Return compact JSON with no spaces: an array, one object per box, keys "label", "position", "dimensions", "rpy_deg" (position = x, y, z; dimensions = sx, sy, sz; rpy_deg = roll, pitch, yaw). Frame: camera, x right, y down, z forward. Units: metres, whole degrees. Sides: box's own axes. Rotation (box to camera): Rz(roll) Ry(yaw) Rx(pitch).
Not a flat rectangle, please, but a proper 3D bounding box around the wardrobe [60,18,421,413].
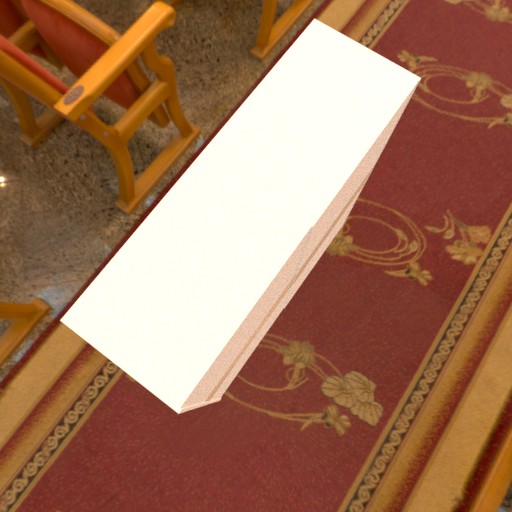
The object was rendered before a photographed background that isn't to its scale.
[{"label":"wardrobe","position":[0.000,0.000,2.888],"dimensions":[0.600,2.020,1.830],"rpy_deg":[34,76,10]}]
